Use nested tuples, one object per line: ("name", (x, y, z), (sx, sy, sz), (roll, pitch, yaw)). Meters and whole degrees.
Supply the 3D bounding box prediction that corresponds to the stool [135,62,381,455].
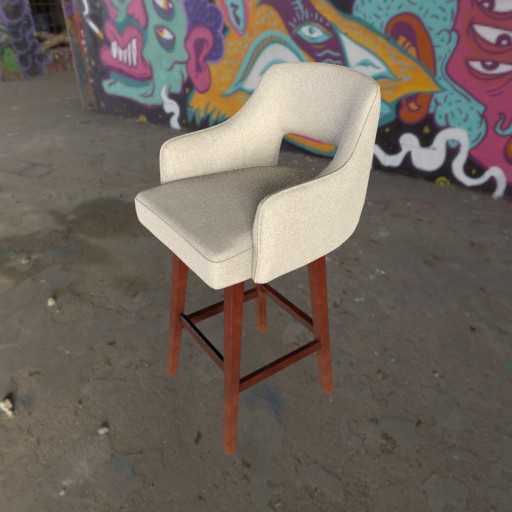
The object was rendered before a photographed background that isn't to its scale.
("stool", (0.000, 0.000, 1.354), (0.560, 1.041, 0.550), (-20, 37, -30))
